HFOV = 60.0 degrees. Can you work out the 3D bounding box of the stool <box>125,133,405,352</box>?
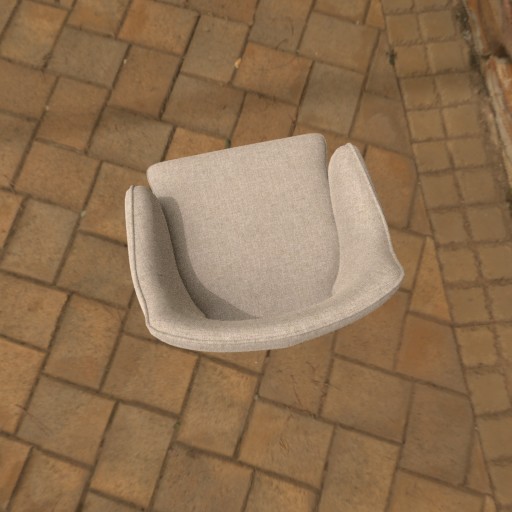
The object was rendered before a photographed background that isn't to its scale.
[{"bbox_3d":[0.000,0.000,1.284,0.599,0.944,0.558,-12,77,-3],"label":"stool"}]
